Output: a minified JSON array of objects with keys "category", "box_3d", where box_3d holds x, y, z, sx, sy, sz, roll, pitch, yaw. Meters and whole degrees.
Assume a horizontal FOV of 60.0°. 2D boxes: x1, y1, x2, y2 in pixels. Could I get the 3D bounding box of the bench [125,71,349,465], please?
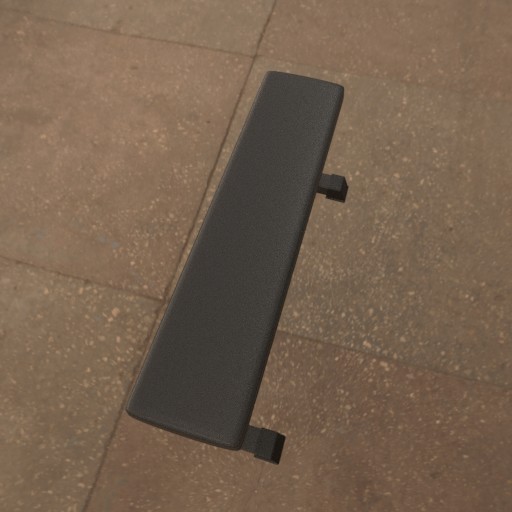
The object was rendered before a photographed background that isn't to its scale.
[{"category":"bench","box_3d":[0.000,0.000,1.307,0.439,0.453,1.072,15,63,8]}]
